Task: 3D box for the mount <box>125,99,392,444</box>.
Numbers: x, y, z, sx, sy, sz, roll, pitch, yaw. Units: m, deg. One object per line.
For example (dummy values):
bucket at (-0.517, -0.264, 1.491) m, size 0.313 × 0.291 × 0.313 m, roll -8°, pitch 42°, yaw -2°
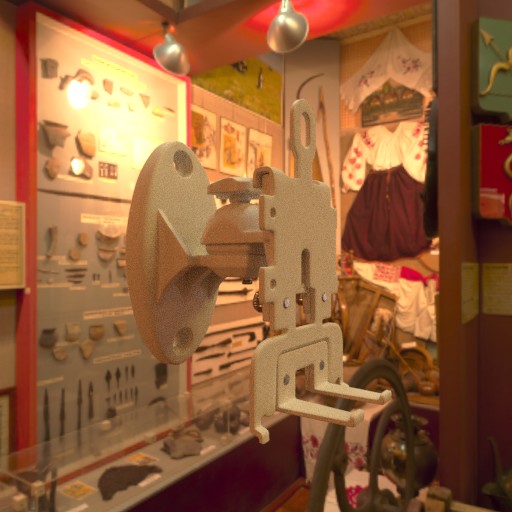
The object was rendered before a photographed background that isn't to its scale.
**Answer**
mount at (0.000, 0.000, 0.181) m, size 0.100 × 0.118 × 0.066 m, roll 0°, pitch 0°, yaw 36°
